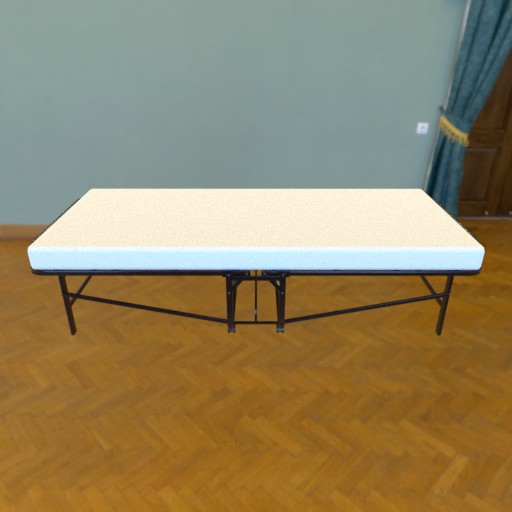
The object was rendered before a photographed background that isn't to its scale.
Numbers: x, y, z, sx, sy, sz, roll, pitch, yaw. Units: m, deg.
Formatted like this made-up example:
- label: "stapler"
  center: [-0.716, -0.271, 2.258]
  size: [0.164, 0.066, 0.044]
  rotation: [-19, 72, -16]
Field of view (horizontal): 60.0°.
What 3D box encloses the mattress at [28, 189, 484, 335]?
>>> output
- label: "mattress"
  center: [0.000, 0.000, 2.507]
  size: [2.153, 0.519, 0.922]
  rotation: [0, 26, 0]
